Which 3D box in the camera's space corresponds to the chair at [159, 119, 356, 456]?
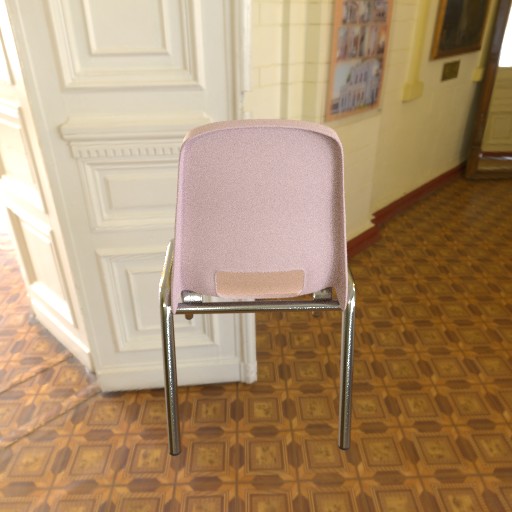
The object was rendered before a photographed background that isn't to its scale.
[{"bbox_3d":[0.000,0.000,0.838,0.354,0.586,0.423,-1,29,-2],"label":"chair"}]
